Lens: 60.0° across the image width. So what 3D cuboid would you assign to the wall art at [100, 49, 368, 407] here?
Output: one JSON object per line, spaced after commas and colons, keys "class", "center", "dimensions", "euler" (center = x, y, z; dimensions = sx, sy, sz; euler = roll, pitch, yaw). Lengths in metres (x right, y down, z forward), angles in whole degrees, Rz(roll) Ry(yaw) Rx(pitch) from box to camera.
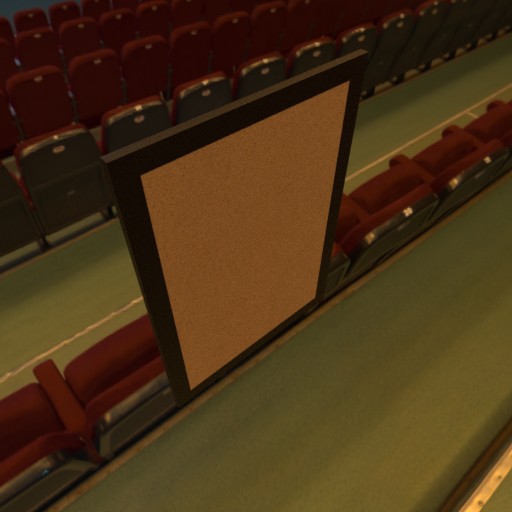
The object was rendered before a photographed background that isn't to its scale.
{"class": "wall art", "center": [0.000, 0.000, 0.698], "dimensions": [0.381, 0.534, 0.013], "euler": [-32, 55, -26]}
